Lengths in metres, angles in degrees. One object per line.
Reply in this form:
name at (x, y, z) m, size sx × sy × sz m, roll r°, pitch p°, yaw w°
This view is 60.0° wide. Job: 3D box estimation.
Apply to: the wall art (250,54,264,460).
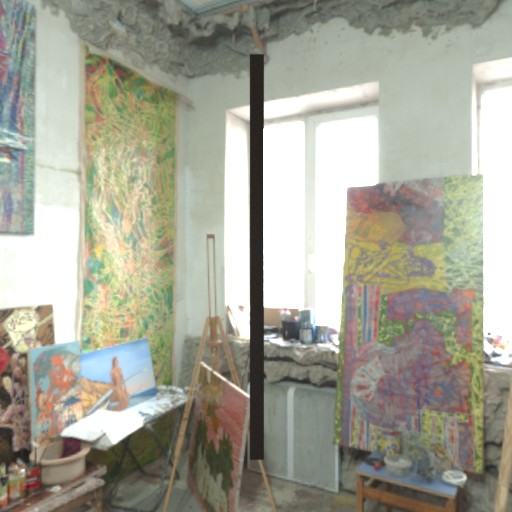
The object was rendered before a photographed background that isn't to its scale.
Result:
wall art at (0.000, 0.000, 1.643) m, size 0.034 × 0.952 × 1.207 m, roll 0°, pitch 0°, yaw 0°
